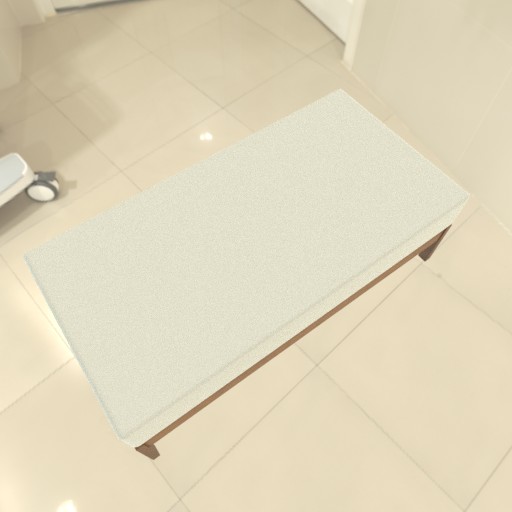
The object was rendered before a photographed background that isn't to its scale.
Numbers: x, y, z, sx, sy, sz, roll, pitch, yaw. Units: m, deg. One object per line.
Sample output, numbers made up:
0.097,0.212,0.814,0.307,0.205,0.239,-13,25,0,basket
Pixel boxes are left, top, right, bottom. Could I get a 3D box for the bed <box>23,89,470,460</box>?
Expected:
0.000,0.000,2.320,1.902,0.616,0.961,-32,65,-17,bed
